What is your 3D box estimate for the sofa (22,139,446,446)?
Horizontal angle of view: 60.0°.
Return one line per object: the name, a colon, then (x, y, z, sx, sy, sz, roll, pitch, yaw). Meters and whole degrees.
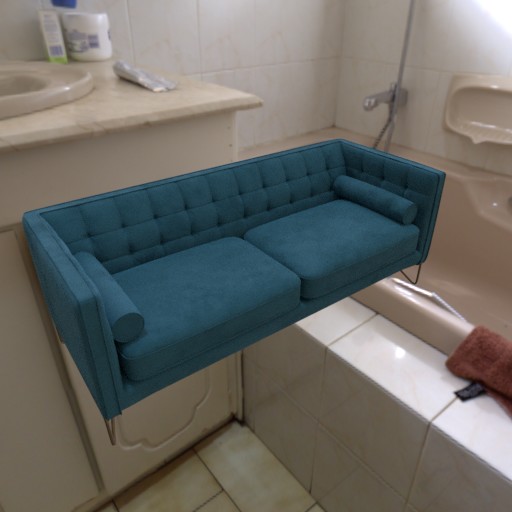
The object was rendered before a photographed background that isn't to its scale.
sofa: (0.000, 0.000, 2.450, 2.087, 0.789, 0.867, -21, 36, -30)
